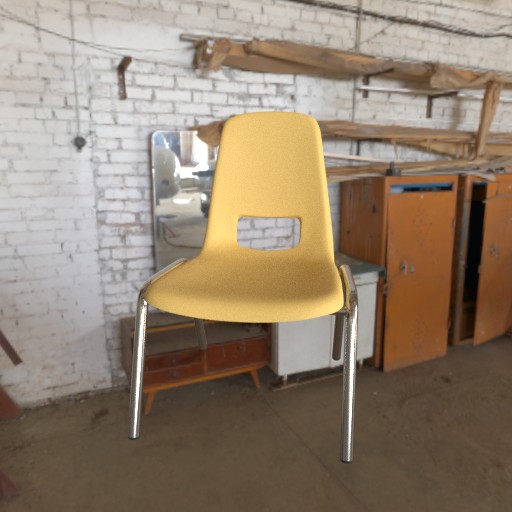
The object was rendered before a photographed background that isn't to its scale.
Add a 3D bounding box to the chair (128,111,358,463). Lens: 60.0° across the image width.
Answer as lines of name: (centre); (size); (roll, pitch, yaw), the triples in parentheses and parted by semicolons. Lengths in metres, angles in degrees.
chair: (0.000, 0.000, 0.804); (0.354, 0.536, 0.385); (2, 13, 9)
